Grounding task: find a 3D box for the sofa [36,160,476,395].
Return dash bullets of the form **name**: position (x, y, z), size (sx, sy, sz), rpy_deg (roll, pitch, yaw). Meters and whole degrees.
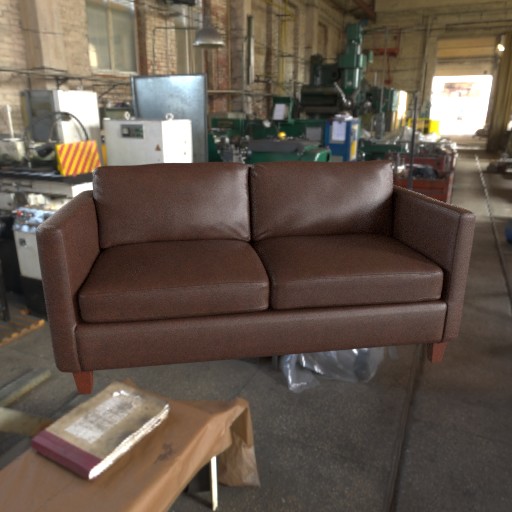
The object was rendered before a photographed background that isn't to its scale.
- **sofa**: position (0.000, 0.000, 2.339), size (1.883, 0.933, 0.951), rpy_deg (-3, 18, -9)
